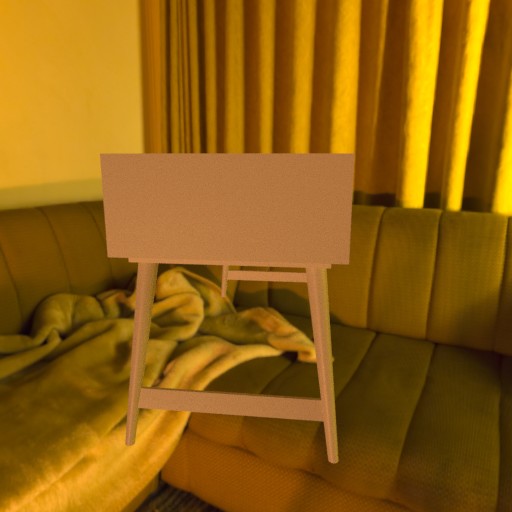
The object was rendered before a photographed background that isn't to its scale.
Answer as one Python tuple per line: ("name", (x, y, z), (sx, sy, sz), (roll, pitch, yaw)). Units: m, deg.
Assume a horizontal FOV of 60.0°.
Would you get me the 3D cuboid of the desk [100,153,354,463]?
("desk", (0.000, 0.000, 1.698), (0.589, 0.762, 1.313), (2, 13, 7))
